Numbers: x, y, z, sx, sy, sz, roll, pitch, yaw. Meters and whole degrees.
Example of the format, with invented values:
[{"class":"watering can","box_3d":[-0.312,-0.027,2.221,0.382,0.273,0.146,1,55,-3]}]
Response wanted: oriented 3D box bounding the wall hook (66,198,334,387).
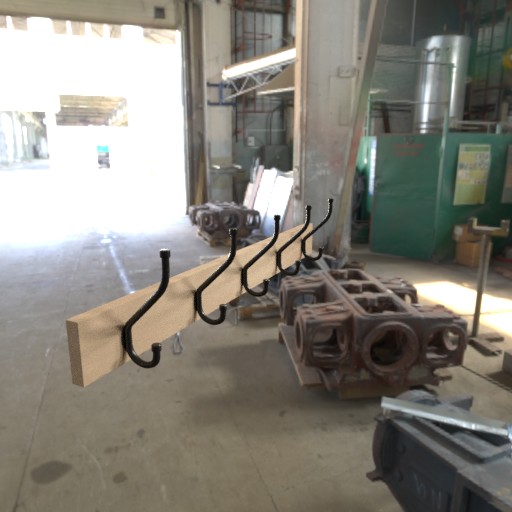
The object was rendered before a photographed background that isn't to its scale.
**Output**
[{"class":"wall hook","box_3d":[0.000,0.000,0.606,0.071,0.117,0.571,7,15,26]}]
